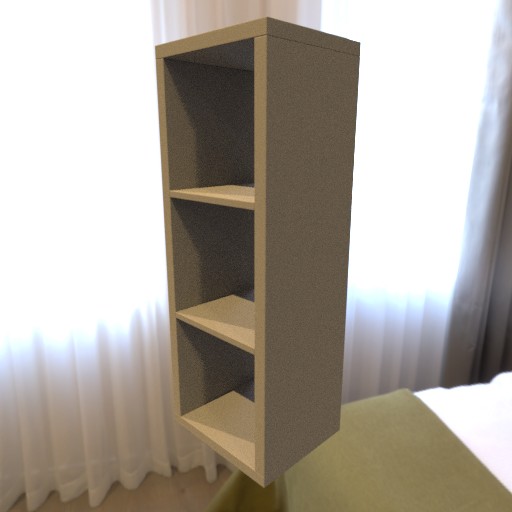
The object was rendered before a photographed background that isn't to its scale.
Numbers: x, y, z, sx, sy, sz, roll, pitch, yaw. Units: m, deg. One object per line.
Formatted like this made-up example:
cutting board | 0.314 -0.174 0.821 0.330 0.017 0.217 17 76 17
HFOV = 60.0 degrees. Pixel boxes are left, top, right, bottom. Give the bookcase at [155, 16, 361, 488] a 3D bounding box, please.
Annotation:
bookcase | 0.000 0.000 1.229 0.330 1.080 0.390 -14 20 -43
